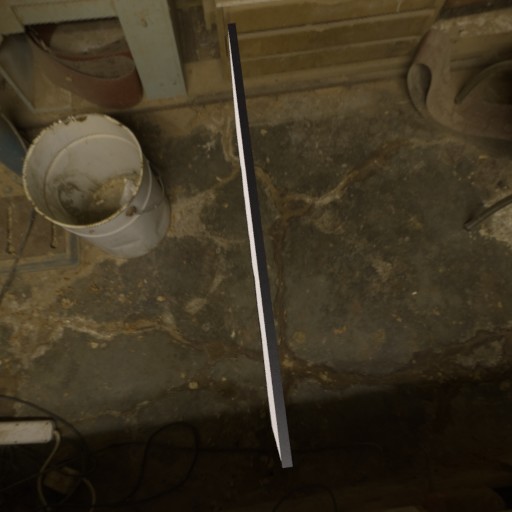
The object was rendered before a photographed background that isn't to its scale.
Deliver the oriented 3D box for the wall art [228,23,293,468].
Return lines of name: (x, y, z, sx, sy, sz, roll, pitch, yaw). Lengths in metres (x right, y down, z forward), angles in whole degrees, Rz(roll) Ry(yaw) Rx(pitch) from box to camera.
wall art: (0.000, 0.000, 1.236, 0.019, 0.660, 0.957, -7, 76, -2)
